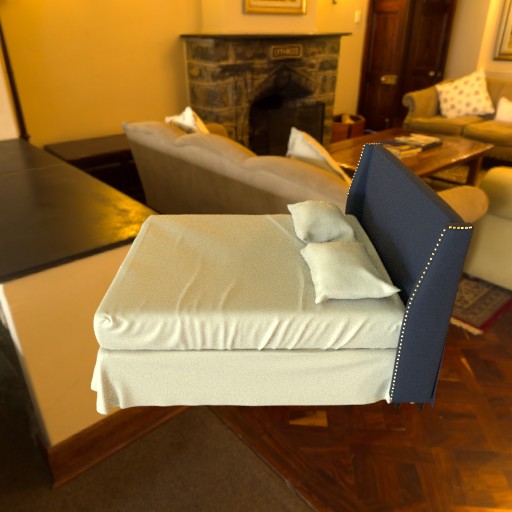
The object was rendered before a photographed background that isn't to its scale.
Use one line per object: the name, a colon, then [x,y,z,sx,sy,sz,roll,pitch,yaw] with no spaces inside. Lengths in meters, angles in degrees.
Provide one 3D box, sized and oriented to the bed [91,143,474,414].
bed: [0.000,0.000,3.414,2.276,1.332,1.925,0,27,0]
